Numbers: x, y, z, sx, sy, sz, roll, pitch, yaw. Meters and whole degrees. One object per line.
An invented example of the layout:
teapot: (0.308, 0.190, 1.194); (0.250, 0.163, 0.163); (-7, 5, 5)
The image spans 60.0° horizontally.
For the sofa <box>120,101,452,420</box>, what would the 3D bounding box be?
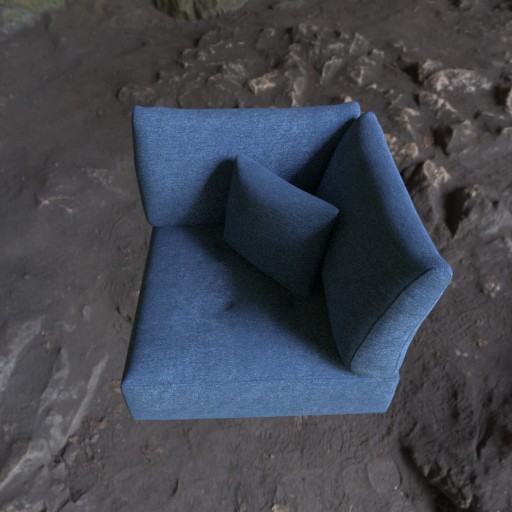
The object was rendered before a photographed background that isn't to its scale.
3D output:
sofa: (0.000, 0.000, 1.744); (1.000, 0.820, 1.000); (-1, 44, -1)
